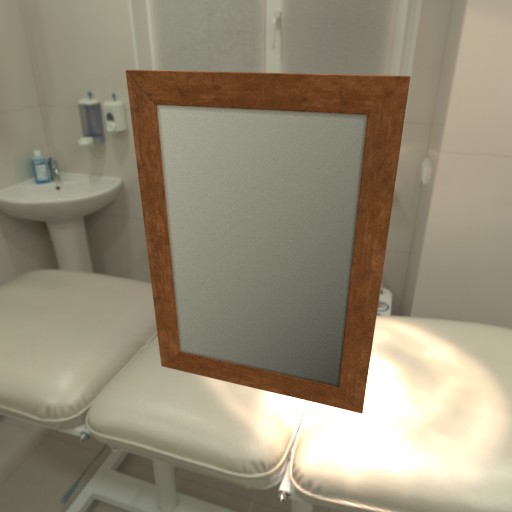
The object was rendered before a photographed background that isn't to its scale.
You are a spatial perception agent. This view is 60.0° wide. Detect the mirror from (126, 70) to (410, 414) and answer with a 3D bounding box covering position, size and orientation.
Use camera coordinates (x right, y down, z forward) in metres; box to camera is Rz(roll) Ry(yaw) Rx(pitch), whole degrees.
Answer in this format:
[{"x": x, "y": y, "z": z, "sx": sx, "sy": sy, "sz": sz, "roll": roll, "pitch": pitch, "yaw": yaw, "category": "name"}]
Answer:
[{"x": 0.000, "y": 0.000, "z": 1.434, "sx": 0.796, "sy": 1.099, "sz": 0.028, "roll": 8, "pitch": 27, "yaw": 17, "category": "mirror"}]
